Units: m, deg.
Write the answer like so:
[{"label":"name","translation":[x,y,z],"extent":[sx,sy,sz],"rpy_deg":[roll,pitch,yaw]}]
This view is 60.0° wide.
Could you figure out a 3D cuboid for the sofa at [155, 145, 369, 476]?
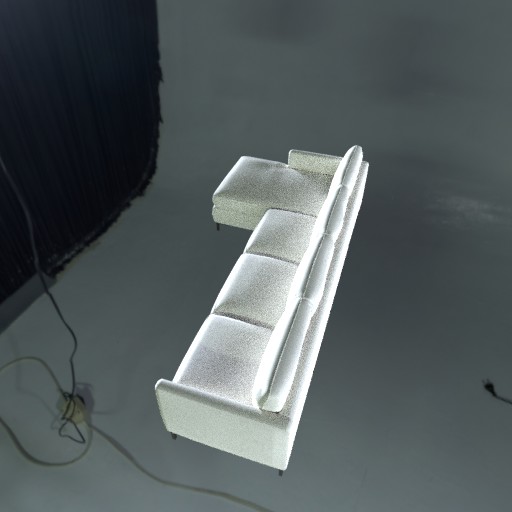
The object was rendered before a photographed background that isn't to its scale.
[{"label":"sofa","translation":[0.000,0.000,3.885],"extent":[1.467,0.875,3.186],"rpy_deg":[13,43,14]}]
